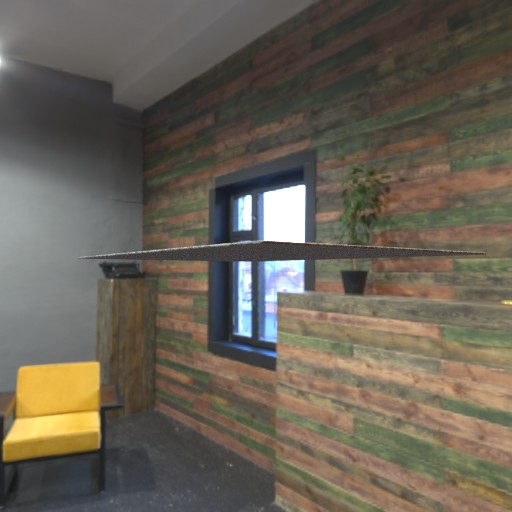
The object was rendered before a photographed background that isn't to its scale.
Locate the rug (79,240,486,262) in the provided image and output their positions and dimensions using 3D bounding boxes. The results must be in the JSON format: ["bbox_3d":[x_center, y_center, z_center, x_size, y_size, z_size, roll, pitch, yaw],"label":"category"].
[{"bbox_3d":[0.000,0.000,2.988,1.676,0.013,2.261,2,-3,-37],"label":"rug"}]
